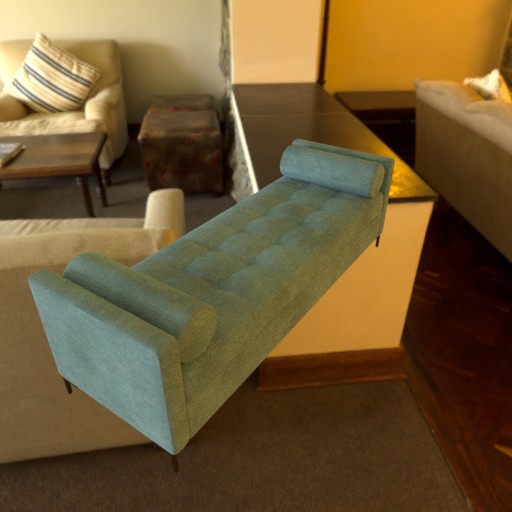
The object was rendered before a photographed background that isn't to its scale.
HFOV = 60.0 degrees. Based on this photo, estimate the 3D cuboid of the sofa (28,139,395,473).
[{"bbox_3d":[0.000,0.000,2.304,0.686,0.635,1.981,20,38,29],"label":"sofa"}]
